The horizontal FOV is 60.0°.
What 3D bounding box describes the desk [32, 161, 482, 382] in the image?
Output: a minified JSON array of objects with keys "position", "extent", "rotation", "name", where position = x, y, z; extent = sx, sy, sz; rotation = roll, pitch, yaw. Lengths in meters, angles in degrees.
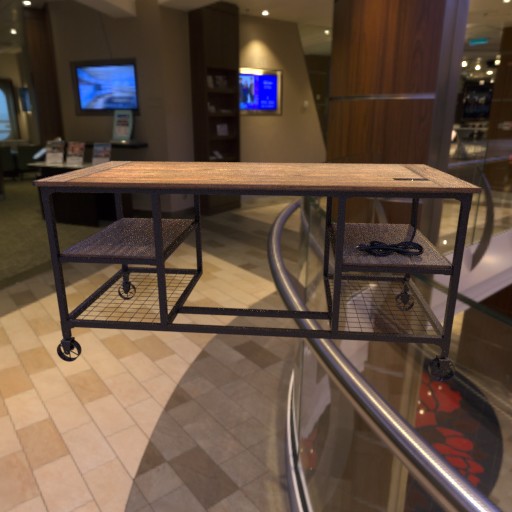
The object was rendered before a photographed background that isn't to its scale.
[{"position":[0.000,0.000,1.981],"extent":[1.590,0.751,0.711],"rotation":[2,18,5],"name":"desk"}]
